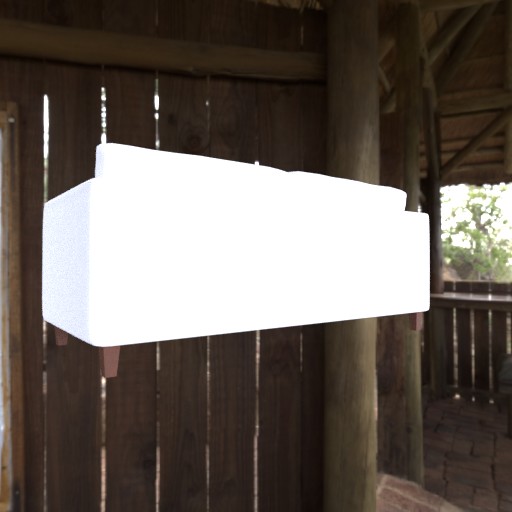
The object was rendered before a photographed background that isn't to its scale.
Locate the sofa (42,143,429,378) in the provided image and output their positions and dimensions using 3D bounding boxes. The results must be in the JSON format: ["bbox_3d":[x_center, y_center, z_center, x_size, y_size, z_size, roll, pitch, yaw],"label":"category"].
[{"bbox_3d":[0.000,0.000,2.578,2.139,0.933,0.924,1,-1,-36],"label":"sofa"}]
